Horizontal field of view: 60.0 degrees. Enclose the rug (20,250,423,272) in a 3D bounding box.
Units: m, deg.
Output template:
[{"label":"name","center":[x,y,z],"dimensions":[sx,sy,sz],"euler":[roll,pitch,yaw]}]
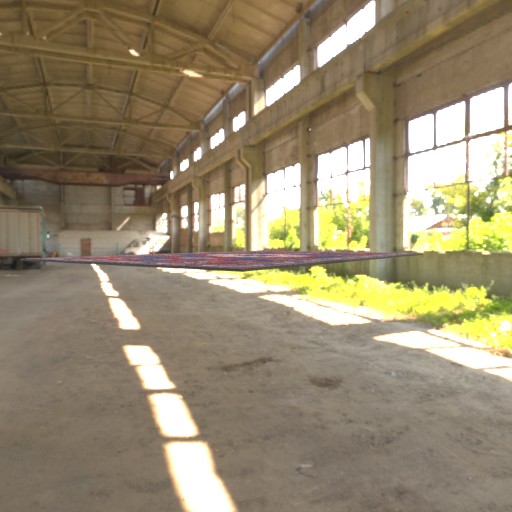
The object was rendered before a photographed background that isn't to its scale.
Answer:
[{"label":"rug","center":[0.000,0.000,2.298],"dimensions":[1.207,0.012,1.820],"euler":[1,2,35]}]
